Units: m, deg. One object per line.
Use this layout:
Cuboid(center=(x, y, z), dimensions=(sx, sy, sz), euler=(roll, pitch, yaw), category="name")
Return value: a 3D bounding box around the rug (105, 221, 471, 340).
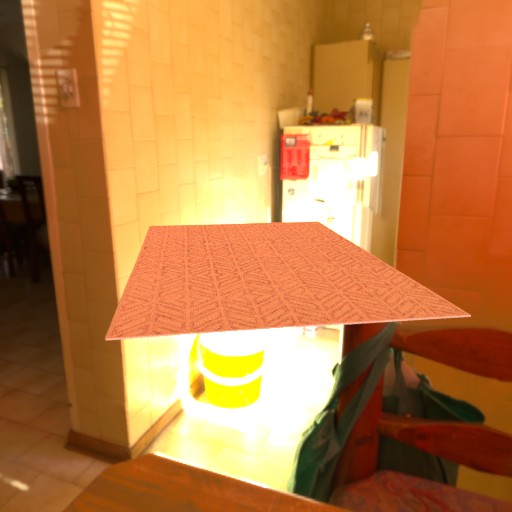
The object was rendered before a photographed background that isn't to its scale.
Cuboid(center=(0.000, 0.000, 2.313), dimensions=(1.220, 0.007, 1.828), euler=(-2, 15, -9), category="rug")
